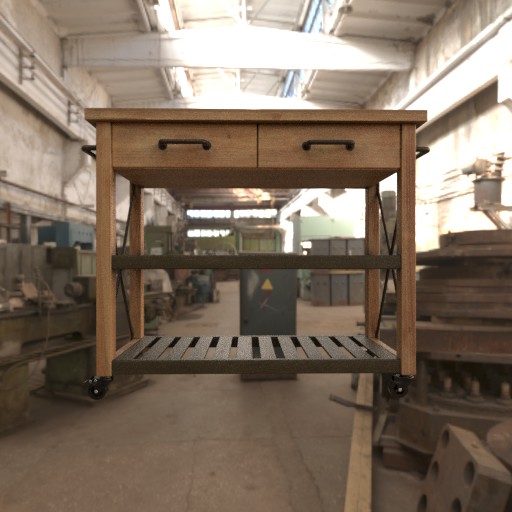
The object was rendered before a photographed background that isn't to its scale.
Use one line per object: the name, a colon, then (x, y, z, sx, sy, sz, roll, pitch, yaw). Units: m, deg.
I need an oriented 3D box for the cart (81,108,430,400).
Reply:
cart: (0.000, 0.000, 0.969, 0.686, 0.554, 0.298, 0, 0, -1)
